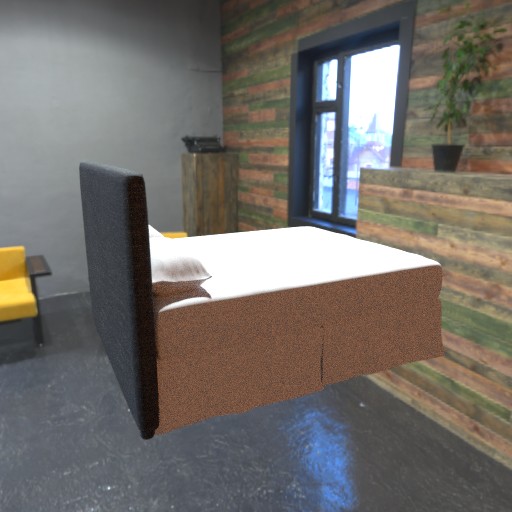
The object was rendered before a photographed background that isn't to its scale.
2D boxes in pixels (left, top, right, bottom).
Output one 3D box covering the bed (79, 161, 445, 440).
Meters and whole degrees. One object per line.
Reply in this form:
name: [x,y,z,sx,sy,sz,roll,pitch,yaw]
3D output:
bed: [0.000,0.000,3.184,2.142,1.330,1.723,-7,15,-26]
